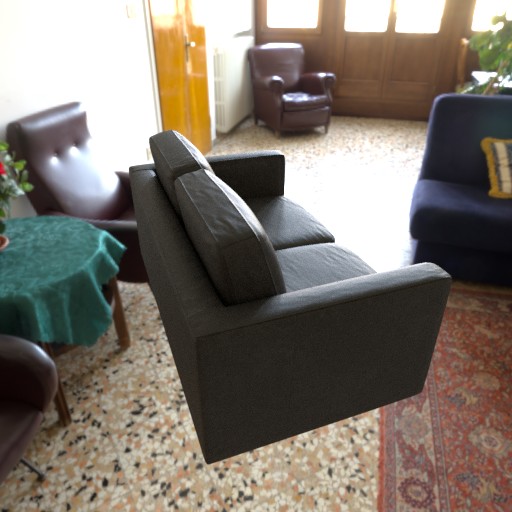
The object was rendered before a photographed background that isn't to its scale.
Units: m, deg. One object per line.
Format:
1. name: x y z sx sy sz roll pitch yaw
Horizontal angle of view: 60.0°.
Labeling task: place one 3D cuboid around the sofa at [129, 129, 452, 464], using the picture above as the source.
1. sofa: 0.000 0.000 1.971 0.879 0.899 1.430 -11 32 -18
